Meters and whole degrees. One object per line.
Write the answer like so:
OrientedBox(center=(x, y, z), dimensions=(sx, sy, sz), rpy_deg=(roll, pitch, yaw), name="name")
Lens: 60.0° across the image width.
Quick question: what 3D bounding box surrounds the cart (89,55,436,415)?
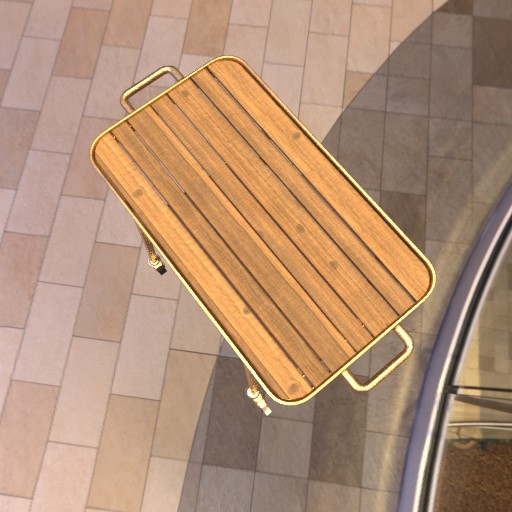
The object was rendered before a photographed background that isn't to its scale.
OrientedBox(center=(0.000, 0.000, 1.236), dimensions=(0.524, 0.700, 0.806), rpy_deg=(-38, 78, -9), name="cart")
